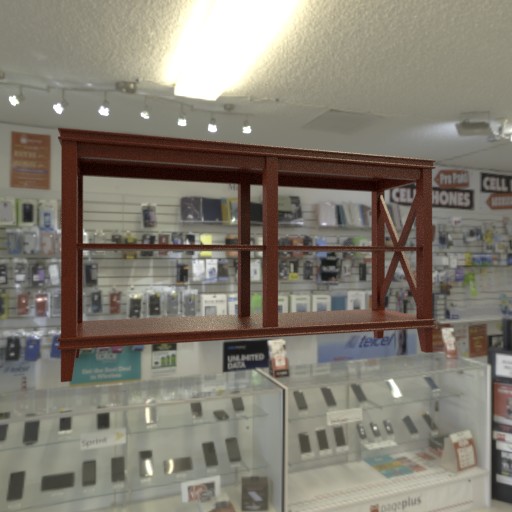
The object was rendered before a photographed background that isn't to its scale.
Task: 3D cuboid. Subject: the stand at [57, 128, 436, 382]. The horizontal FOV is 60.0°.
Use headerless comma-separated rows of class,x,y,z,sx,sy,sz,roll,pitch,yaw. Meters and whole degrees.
stand,0.000,0.000,1.715,1.372,0.762,0.381,0,0,-18
